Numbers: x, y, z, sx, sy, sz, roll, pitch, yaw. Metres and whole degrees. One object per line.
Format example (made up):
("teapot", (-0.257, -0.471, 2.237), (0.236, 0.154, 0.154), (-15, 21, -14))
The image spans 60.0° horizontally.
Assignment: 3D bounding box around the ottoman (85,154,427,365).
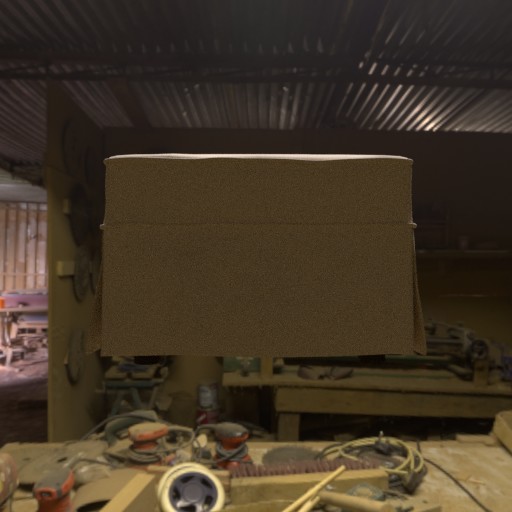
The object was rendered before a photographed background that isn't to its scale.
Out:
("ottoman", (0.000, 0.000, 1.335), (0.703, 0.479, 0.944), (0, 0, -1))
